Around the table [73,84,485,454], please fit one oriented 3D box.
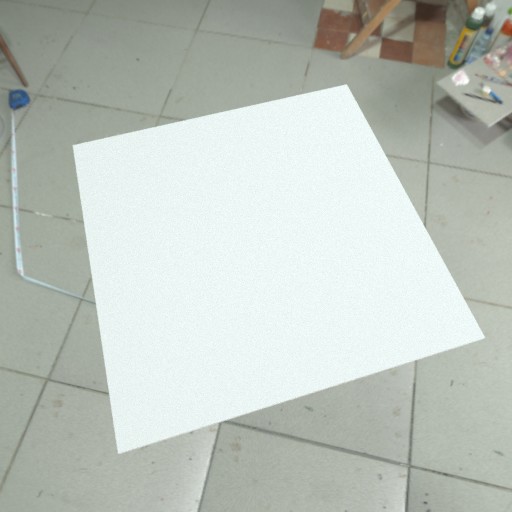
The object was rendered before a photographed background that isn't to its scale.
[{"bbox_3d":[0.000,0.000,1.341,0.890,0.305,0.890,-15,64,-7],"label":"table"}]
